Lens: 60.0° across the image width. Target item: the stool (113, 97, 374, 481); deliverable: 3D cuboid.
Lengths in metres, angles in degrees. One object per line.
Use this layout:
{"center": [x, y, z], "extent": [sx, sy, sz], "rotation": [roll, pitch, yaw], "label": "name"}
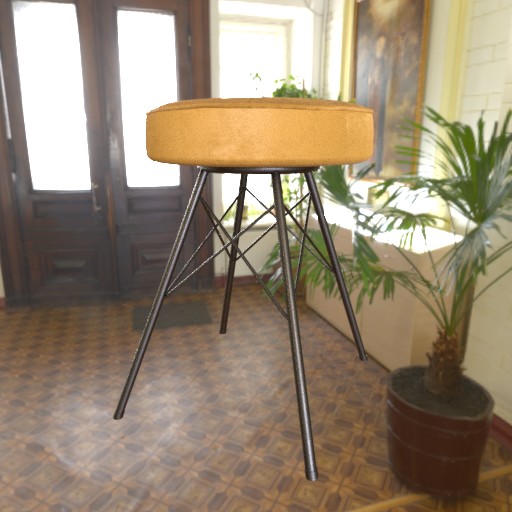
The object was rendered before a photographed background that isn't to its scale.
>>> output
{"center": [0.000, 0.000, 0.915], "extent": [0.438, 0.595, 0.472], "rotation": [7, 16, 25], "label": "stool"}
